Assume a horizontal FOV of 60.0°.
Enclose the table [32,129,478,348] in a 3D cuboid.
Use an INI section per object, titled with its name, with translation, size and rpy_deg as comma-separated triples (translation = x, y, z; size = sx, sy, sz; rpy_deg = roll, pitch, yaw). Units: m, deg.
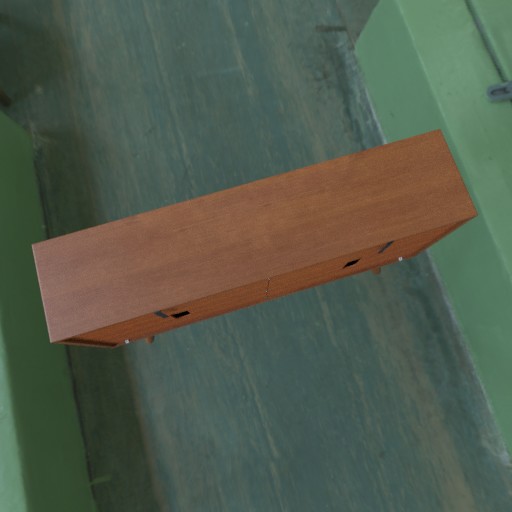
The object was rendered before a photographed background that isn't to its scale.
[table]
translation = 0.000, 0.000, 1.578
size = 1.220, 0.698, 0.308
rpy_deg = -16, 77, -4
